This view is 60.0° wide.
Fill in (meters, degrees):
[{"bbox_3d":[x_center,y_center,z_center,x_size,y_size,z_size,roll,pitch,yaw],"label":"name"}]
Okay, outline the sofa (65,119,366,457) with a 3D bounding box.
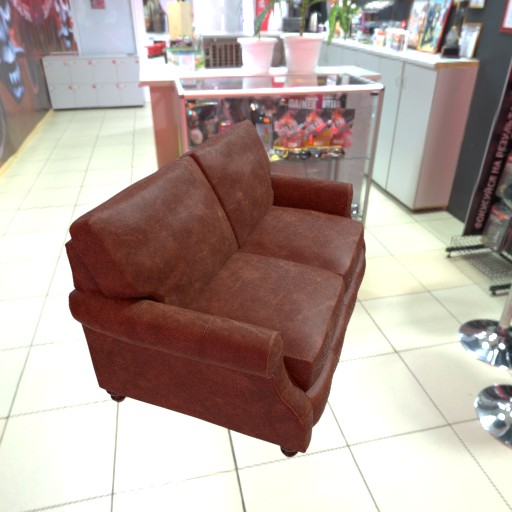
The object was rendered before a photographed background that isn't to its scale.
[{"bbox_3d":[0.000,0.000,2.186,0.990,0.967,1.616,10,32,17],"label":"sofa"}]
